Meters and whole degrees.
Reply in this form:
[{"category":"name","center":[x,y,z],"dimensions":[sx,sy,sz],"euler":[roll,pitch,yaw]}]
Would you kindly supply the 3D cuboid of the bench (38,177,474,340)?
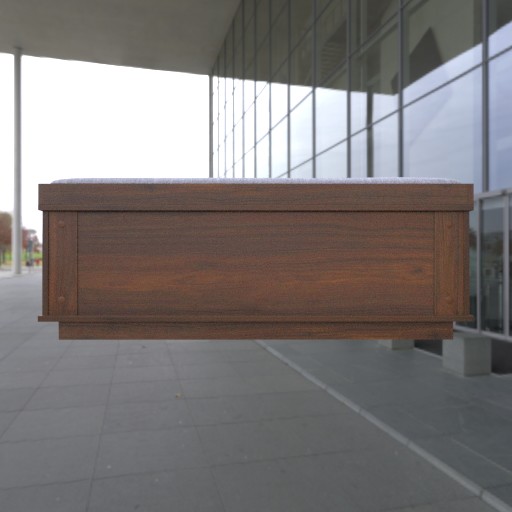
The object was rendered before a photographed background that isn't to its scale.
[{"category":"bench","center":[0.000,0.000,1.400],"dimensions":[1.196,0.468,0.367],"euler":[0,0,0]}]
